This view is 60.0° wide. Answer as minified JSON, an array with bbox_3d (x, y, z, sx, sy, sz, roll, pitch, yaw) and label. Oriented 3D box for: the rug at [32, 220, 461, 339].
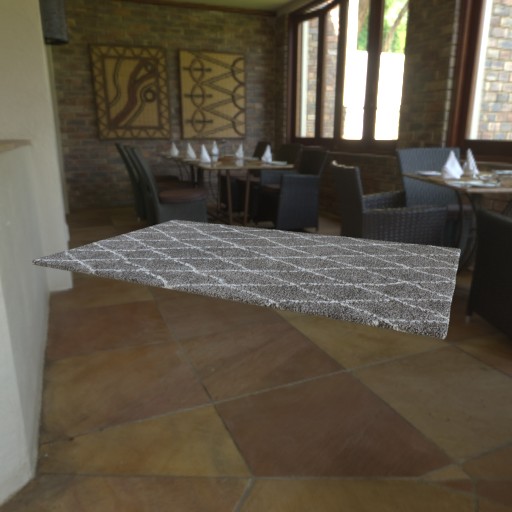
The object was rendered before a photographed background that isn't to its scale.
[{"bbox_3d":[0.000,0.000,2.948,2.438,0.030,1.524,7,17,25],"label":"rug"}]
